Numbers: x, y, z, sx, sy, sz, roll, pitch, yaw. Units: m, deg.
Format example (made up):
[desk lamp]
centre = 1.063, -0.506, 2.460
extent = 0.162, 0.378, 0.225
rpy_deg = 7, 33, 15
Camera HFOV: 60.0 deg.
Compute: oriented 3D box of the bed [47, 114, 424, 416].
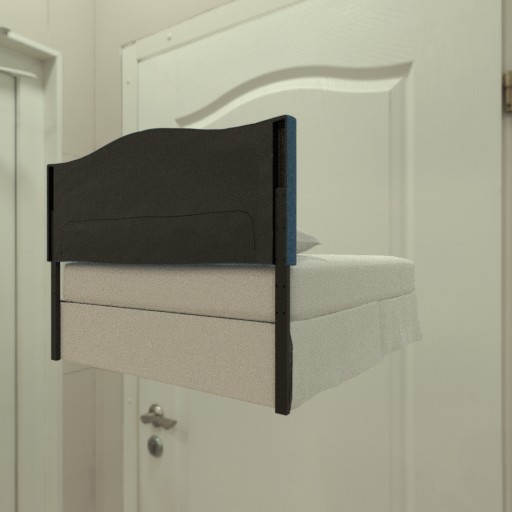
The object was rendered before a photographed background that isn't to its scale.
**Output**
[bed]
centre = 0.000, 0.000, 2.814
extent = 1.610, 1.169, 1.872
rpy_deg = 0, 0, 35
